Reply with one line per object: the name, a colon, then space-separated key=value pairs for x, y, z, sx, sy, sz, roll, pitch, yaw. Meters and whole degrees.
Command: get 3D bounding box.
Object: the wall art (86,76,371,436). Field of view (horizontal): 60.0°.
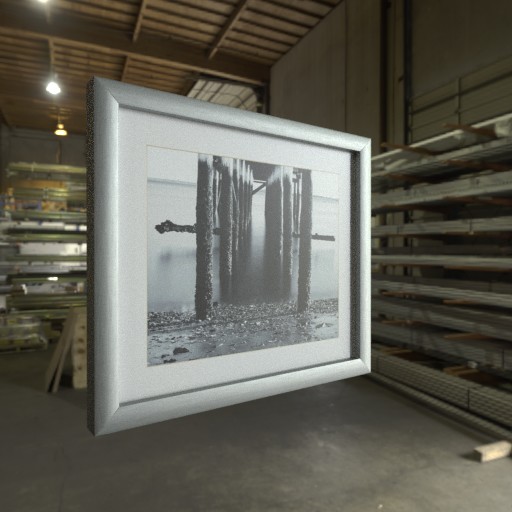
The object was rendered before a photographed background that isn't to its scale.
wall art: x=0.000 y=0.000 z=0.525 sx=0.380 sy=0.330 sz=0.028 roll=0 pitch=0 yaw=-35
